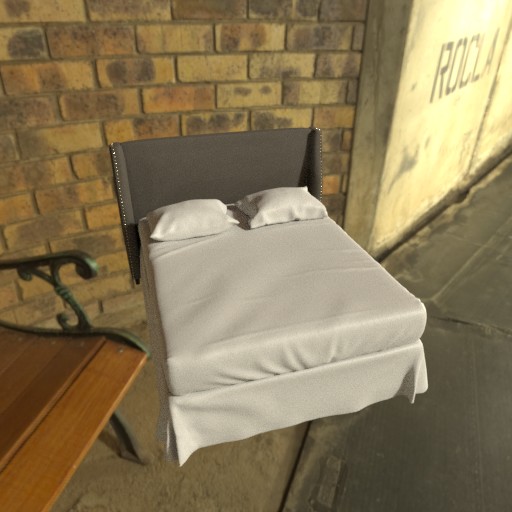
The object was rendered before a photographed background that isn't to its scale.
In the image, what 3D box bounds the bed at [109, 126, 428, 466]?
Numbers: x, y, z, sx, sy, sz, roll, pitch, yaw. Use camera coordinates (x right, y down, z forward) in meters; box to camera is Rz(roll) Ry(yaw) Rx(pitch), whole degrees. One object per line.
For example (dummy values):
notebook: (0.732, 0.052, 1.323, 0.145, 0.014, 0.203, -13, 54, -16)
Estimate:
bed: (0.000, 0.000, 3.382, 1.925, 1.332, 2.276, -9, 31, -15)
